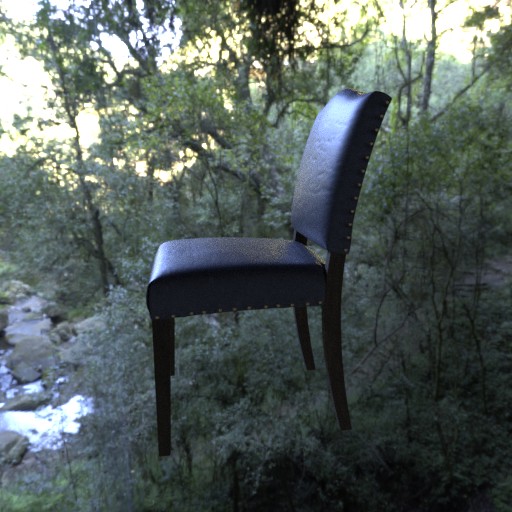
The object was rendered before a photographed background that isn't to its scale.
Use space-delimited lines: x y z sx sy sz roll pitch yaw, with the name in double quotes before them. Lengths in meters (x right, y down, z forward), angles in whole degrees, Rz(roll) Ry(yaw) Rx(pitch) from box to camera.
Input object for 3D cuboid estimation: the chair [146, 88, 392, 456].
"chair" 0.000 0.000 1.375 0.633 0.991 0.500 -2 13 -9
